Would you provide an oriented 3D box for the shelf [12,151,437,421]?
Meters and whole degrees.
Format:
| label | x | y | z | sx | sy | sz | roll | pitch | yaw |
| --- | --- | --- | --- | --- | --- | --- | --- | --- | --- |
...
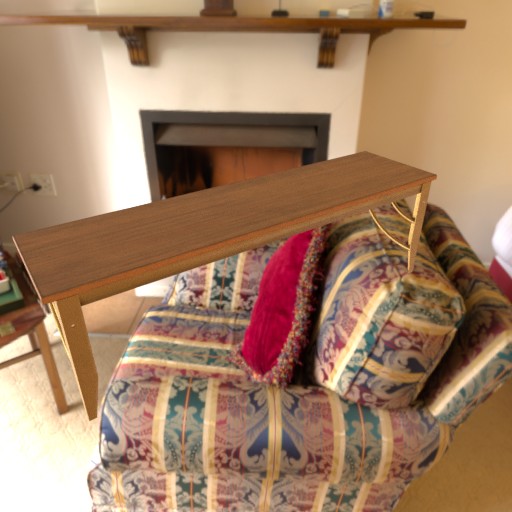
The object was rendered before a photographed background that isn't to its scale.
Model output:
| label | x | y | z | sx | sy | sz | roll | pitch | yaw |
| --- | --- | --- | --- | --- | --- | --- | --- | --- | --- |
| shelf | 0.000 | 0.000 | 0.706 | 0.636 | 0.190 | 0.166 | -19 | 35 | -29 |
